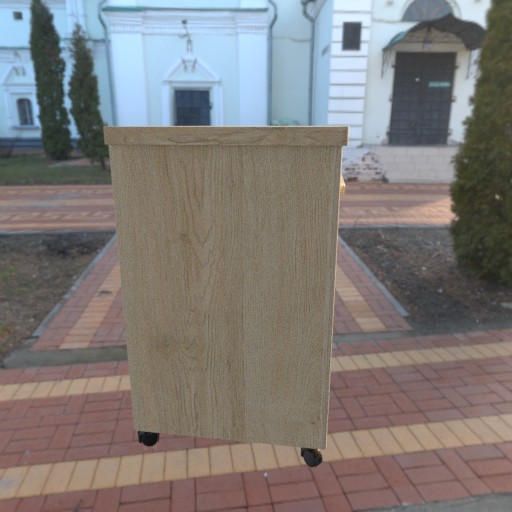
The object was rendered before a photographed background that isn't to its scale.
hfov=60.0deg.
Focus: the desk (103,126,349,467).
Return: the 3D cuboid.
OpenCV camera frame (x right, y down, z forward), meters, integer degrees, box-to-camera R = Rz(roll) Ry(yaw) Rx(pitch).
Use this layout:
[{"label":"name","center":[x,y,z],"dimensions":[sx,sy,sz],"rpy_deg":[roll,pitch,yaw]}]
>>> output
[{"label":"desk","center":[0.000,0.000,1.370],"dimensions":[0.480,0.770,0.885],"rpy_deg":[2,17,8]}]
